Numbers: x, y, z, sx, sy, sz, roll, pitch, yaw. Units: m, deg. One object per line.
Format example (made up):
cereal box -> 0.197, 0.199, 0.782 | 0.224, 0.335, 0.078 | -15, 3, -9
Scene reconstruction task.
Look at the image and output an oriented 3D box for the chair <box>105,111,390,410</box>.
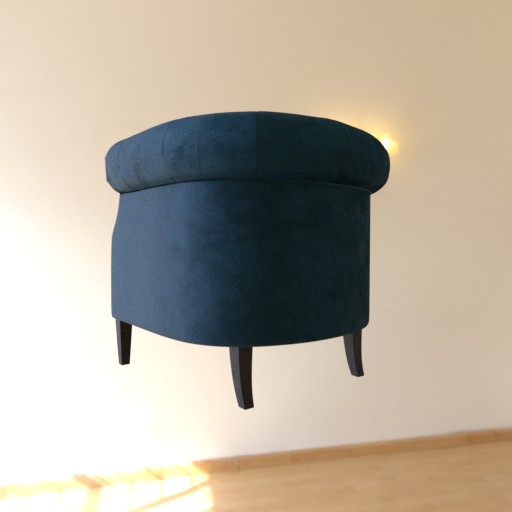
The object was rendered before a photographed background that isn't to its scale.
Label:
chair -> 0.000, 0.000, 1.589 | 0.904, 0.826, 0.851 | -1, 2, -38
